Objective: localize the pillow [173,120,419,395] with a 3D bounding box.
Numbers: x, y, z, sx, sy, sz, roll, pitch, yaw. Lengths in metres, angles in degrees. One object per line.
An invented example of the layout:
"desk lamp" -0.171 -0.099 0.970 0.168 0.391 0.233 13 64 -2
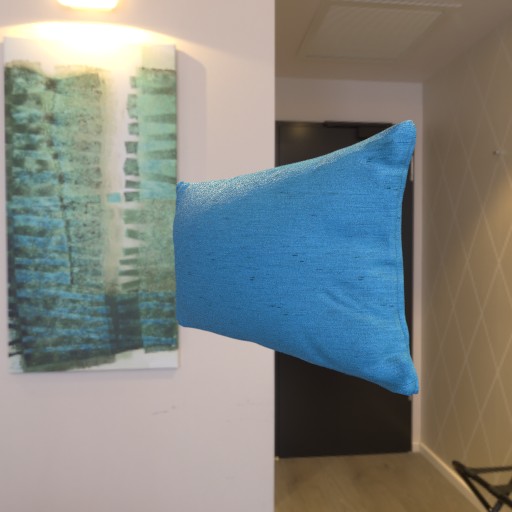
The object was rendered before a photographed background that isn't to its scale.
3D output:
"pillow" 0.000 0.000 0.786 0.210 0.338 0.633 -1 1 -36
